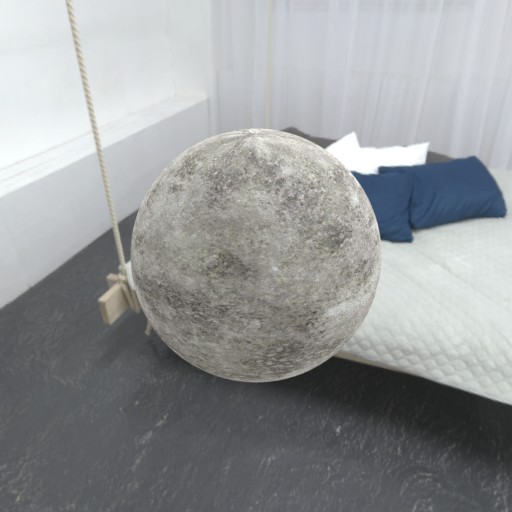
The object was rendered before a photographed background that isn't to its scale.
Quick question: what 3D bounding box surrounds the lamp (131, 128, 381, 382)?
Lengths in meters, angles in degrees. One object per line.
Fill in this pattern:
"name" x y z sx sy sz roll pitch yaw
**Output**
"lamp" 0.000 0.000 0.774 0.422 0.429 0.422 0 33 0
